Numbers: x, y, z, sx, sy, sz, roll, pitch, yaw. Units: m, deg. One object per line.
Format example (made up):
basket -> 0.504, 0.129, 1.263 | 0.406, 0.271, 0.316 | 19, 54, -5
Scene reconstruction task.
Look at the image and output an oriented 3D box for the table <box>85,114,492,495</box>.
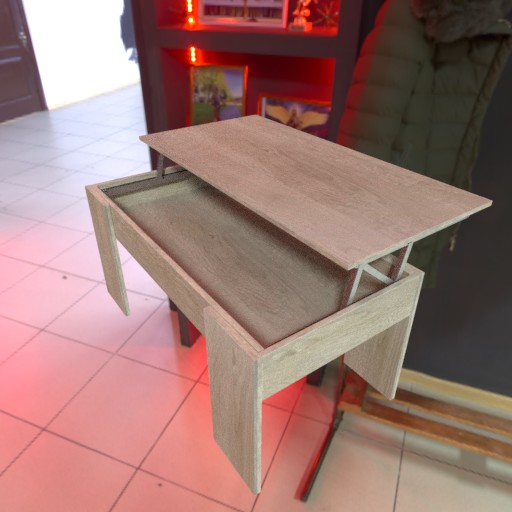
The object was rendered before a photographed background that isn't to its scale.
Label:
table -> 0.000, 0.000, 1.405 | 0.711, 0.570, 1.000 | -21, 37, -29
